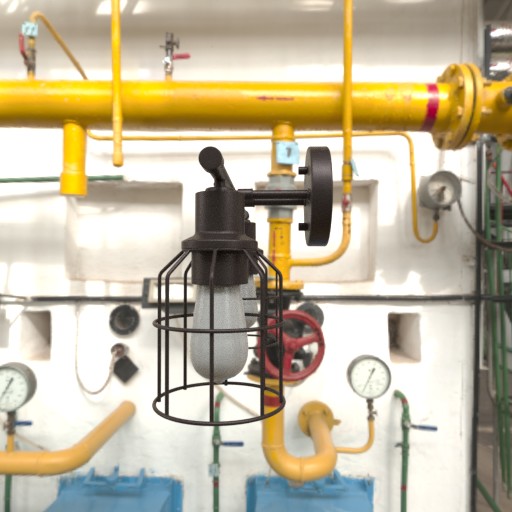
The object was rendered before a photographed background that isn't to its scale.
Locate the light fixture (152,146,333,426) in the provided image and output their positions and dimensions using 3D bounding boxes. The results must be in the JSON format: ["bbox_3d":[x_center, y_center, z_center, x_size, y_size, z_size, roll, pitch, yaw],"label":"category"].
[{"bbox_3d":[0.000,0.000,0.522,0.165,0.254,0.406,0,-1,2],"label":"light fixture"}]
